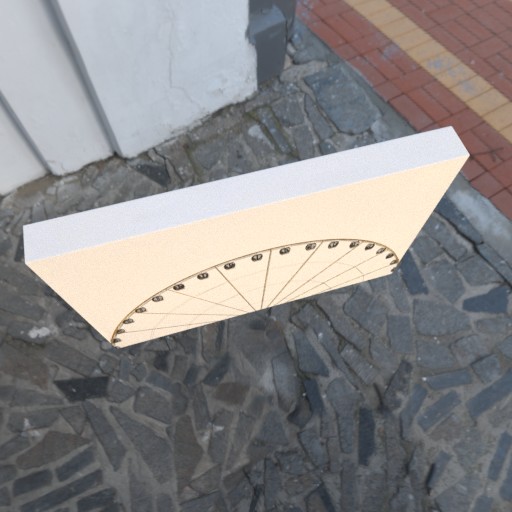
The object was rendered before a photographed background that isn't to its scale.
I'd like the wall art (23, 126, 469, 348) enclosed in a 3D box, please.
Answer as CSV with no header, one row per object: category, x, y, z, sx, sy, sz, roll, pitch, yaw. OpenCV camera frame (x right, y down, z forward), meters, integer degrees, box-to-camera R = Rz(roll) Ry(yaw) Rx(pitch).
wall art,0.000,0.000,0.489,0.384,0.254,0.039,-14,64,-7
